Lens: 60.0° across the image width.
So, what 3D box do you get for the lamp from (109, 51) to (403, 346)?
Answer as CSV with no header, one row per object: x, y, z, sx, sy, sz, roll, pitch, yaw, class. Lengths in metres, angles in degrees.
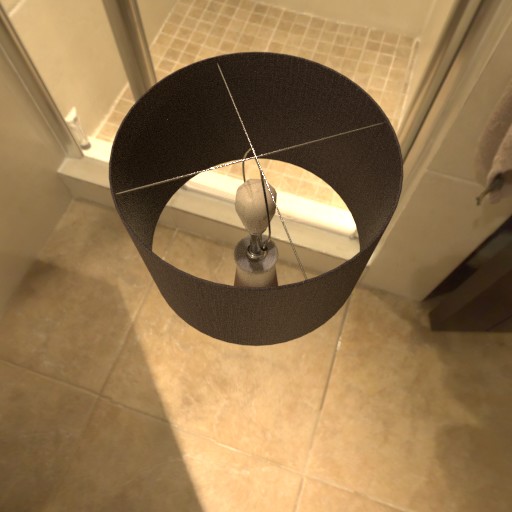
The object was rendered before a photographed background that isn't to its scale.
0.000,0.000,0.678,0.303,0.488,0.303,0,64,0,lamp
